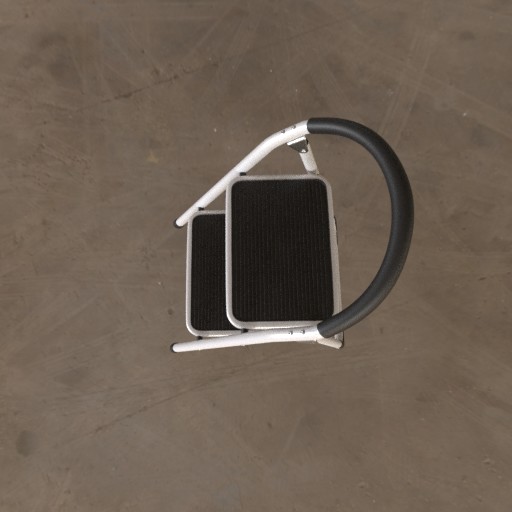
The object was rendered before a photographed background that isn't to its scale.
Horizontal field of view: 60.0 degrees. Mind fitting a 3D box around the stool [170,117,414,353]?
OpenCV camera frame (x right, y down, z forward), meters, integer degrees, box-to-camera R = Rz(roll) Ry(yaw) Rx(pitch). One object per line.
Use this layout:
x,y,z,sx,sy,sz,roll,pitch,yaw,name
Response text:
0.000,0.000,1.114,0.559,0.760,0.453,-1,76,0,stool
